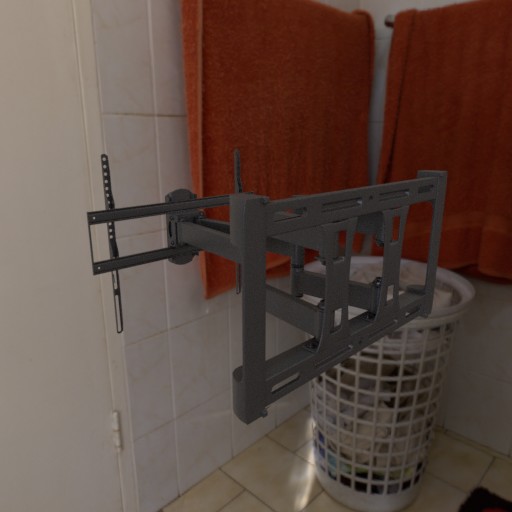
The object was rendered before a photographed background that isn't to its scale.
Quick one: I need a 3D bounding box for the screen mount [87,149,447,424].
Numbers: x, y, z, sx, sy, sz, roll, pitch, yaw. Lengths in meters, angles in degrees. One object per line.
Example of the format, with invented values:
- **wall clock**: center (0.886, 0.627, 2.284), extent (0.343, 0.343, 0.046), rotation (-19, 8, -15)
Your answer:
- **screen mount**: center (0.000, 0.000, 0.956), extent (0.571, 0.424, 0.556), rotation (-15, 21, -42)
